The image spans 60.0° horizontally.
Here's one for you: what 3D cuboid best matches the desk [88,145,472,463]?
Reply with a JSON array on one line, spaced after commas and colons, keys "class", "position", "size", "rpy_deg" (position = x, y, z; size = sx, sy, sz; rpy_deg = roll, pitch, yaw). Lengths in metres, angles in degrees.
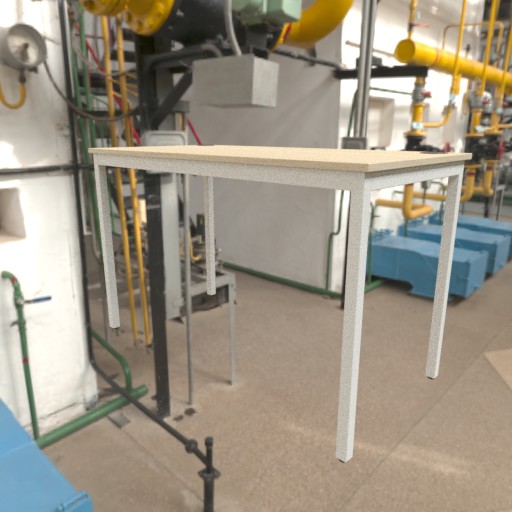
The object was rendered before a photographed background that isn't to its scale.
[{"class": "desk", "position": [0.000, 0.000, 1.604], "size": [1.200, 0.750, 0.600], "rpy_deg": [14, 21, 42]}]
